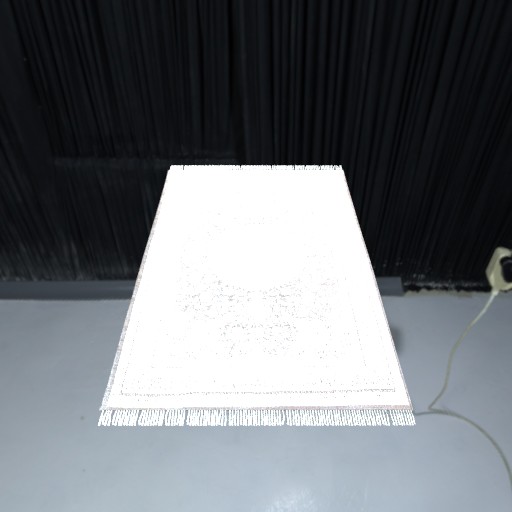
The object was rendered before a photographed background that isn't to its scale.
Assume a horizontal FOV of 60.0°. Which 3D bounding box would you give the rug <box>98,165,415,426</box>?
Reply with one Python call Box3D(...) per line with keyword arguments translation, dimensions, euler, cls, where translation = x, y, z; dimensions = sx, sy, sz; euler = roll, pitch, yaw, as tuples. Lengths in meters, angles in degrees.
Box3D(translation=(0.000, 0.000, 3.012), dimensions=(1.528, 0.010, 2.440), euler=(0, 41, 0), cls="rug")
